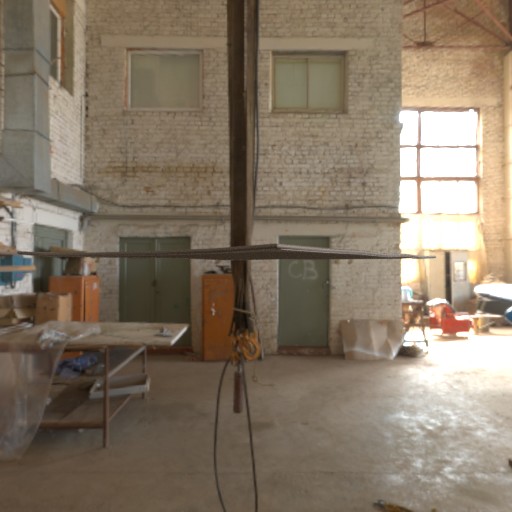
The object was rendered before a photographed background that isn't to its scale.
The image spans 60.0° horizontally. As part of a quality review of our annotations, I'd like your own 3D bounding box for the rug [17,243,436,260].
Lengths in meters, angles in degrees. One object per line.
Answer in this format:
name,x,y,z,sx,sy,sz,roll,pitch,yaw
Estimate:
rug,0.000,0.000,3.954,2.399,0.054,3.011,-1,-1,35
